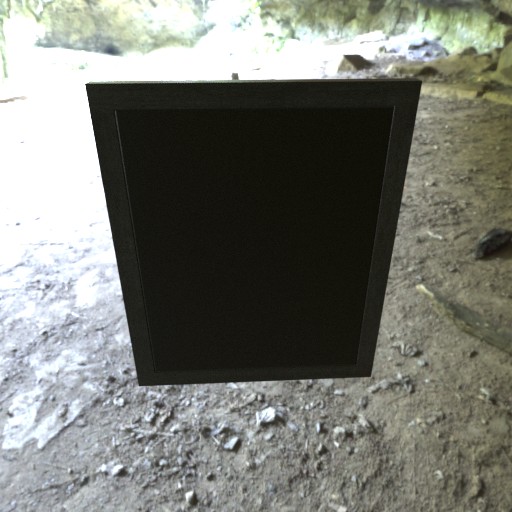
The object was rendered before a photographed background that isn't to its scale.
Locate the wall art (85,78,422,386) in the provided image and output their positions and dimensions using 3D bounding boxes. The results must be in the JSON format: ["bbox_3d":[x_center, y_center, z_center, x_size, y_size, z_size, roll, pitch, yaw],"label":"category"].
[{"bbox_3d":[0.000,0.000,0.782,0.479,0.580,0.027,-2,30,-3],"label":"wall art"}]
